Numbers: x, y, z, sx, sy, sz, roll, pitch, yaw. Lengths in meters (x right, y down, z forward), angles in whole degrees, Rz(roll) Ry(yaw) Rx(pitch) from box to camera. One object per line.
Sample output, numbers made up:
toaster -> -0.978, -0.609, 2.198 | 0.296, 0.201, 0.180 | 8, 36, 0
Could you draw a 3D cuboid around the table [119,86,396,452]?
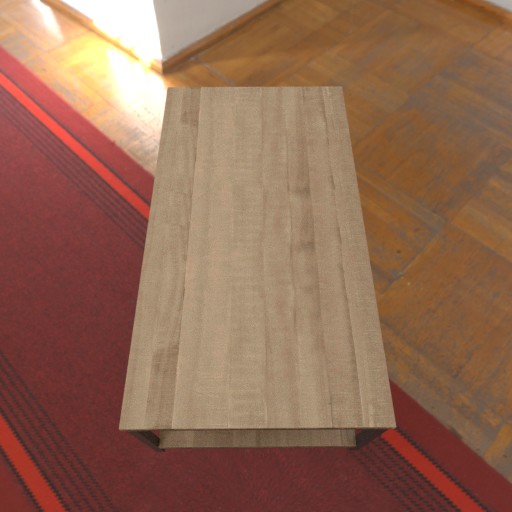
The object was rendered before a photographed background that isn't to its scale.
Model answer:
table -> 0.000, 0.000, 1.356 | 0.574, 0.393, 1.062 | 0, 59, 0
